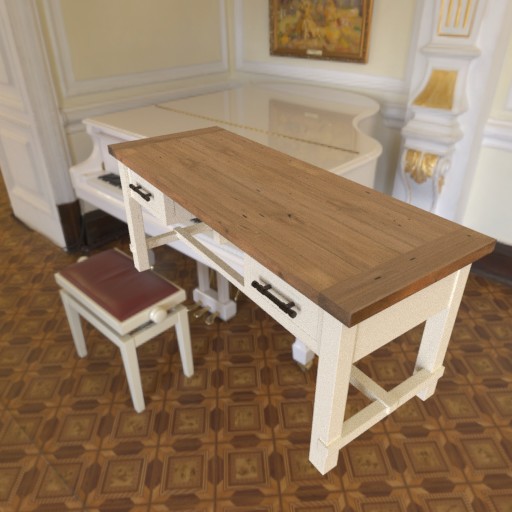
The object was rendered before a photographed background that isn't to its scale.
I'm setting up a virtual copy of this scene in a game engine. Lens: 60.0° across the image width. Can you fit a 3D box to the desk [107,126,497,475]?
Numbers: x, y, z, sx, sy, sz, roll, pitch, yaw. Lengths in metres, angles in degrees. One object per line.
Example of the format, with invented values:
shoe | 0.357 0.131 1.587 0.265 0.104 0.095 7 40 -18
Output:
desk | 0.000 0.000 2.132 0.688 0.762 1.803 -20 36 -30
